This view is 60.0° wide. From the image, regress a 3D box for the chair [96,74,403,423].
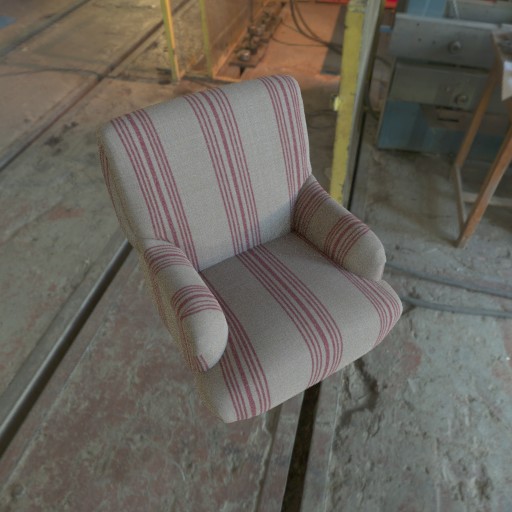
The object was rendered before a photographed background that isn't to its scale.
[{"bbox_3d":[0.000,0.000,1.913,0.933,1.123,1.058,-23,51,-21],"label":"chair"}]
